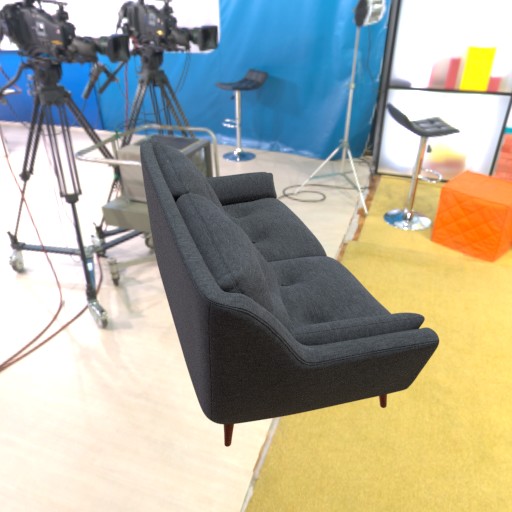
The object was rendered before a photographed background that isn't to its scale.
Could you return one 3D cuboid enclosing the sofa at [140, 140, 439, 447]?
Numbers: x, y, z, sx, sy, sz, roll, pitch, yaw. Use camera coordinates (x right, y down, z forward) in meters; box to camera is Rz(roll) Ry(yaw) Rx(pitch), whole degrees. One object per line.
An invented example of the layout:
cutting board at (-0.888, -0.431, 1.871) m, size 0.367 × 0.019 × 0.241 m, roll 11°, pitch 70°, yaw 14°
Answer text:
sofa at (0.000, 0.000, 2.400) m, size 0.975 × 0.896 × 1.929 m, roll -10°, pitch 32°, yaw -16°
